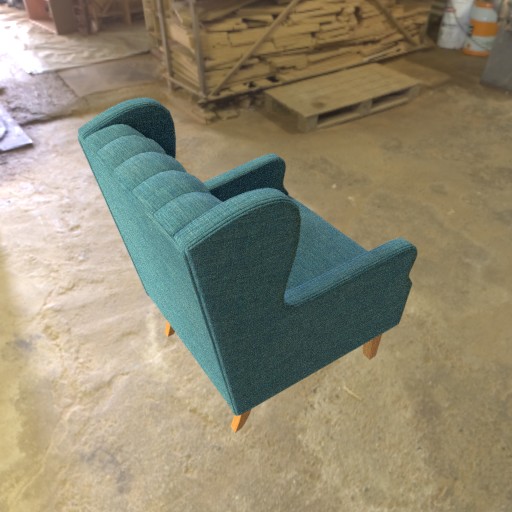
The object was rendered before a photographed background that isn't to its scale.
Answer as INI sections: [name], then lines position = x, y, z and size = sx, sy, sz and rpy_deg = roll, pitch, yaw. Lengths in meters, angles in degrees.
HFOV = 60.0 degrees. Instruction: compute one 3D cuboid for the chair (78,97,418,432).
[chair]
position = 0.000, 0.000, 1.471
size = 0.775, 0.952, 0.711
rpy_deg = -25, 47, -26
